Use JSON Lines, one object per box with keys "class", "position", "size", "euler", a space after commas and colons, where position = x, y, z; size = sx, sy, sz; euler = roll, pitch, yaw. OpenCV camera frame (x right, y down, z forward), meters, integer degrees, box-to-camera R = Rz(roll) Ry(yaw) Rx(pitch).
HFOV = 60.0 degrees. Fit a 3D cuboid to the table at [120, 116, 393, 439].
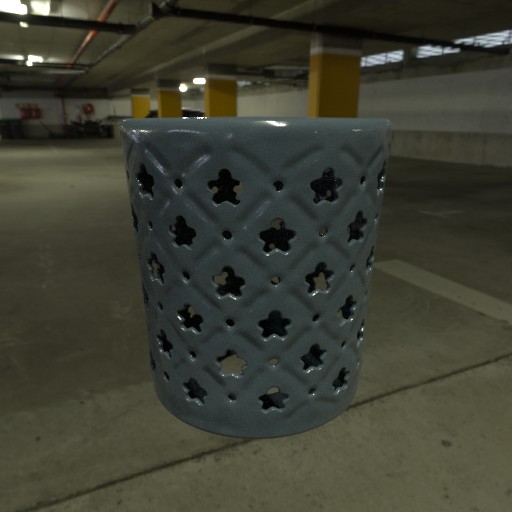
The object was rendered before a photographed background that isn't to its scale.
{"class": "table", "position": [0.000, 0.000, 0.645], "size": [0.352, 0.387, 0.352], "euler": [0, 17, 0]}
